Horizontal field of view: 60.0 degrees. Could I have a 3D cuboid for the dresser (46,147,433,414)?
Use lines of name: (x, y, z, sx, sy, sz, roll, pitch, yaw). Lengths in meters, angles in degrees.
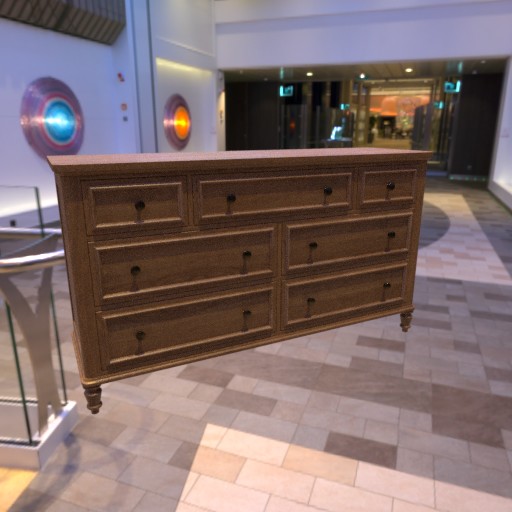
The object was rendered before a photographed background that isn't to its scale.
dresser: (0.000, 0.000, 1.980, 1.583, 0.892, 0.468, -8, 18, -25)
